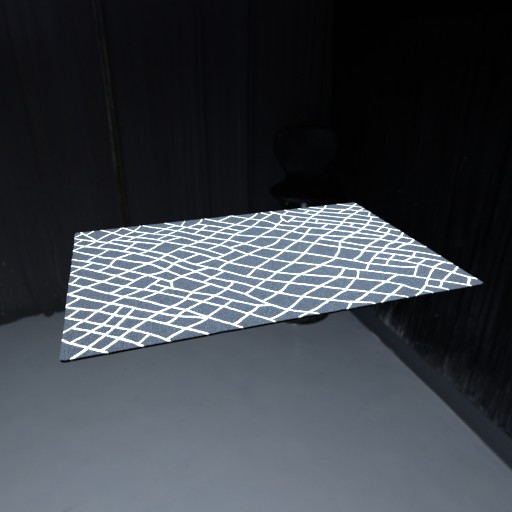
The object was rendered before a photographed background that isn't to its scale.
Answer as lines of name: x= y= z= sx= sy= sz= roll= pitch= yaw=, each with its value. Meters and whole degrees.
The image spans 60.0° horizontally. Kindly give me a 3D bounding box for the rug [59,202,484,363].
rug: x=0.000 y=0.000 z=2.315 sx=1.830 sy=0.013 sz=1.223 roll=-8 pitch=27 yaw=-16
